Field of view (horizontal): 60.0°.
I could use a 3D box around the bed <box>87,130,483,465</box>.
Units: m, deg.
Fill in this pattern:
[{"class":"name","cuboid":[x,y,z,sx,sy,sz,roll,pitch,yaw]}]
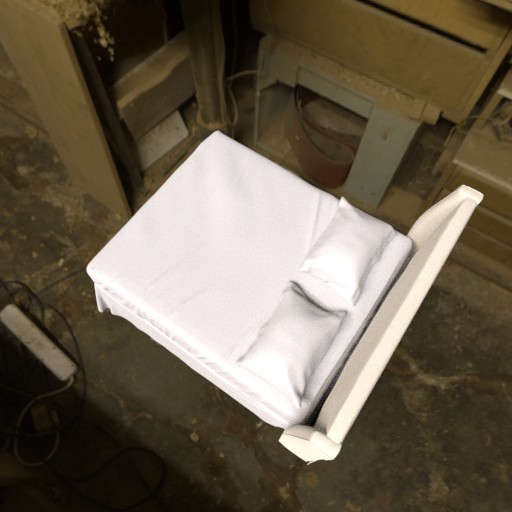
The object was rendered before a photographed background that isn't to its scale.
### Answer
[{"class":"bed","cuboid":[0.000,0.000,3.362,2.276,1.332,1.925,32,69,14]}]
